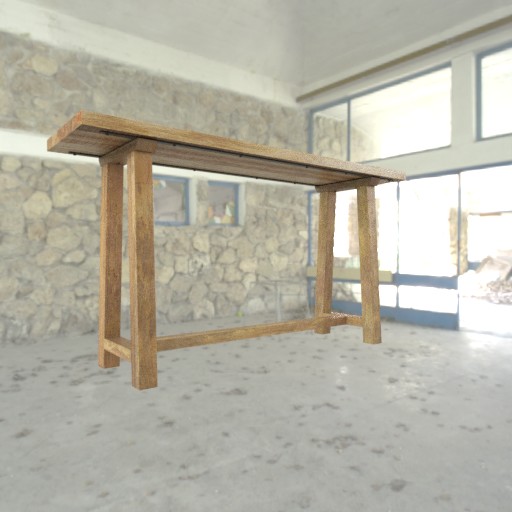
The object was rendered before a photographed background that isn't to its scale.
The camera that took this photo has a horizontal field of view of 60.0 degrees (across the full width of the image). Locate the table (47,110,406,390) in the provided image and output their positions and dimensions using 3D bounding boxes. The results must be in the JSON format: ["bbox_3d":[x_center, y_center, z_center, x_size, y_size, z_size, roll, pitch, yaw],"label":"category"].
[{"bbox_3d":[0.000,0.000,1.848,1.524,0.810,0.405,0,0,-38],"label":"table"}]
